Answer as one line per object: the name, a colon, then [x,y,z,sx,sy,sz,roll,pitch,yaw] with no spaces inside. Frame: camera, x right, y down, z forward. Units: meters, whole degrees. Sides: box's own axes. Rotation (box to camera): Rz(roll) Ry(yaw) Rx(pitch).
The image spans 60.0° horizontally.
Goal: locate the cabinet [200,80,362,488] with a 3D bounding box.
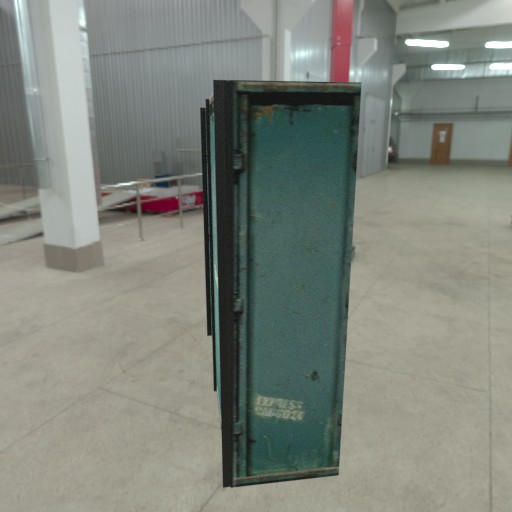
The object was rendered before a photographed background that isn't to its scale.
cabinet: [0.000,0.000,3.223,0.680,2.160,2.000,-2,15,-8]
